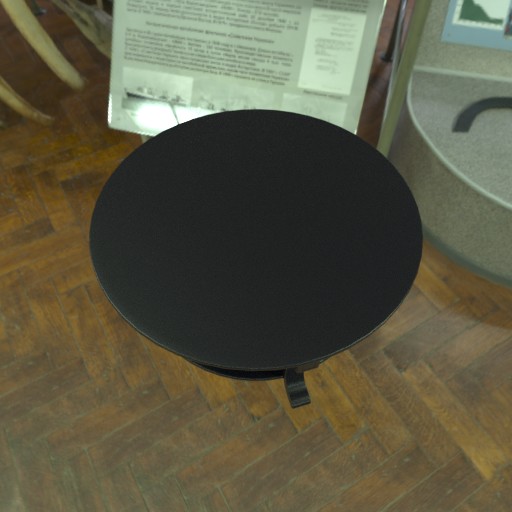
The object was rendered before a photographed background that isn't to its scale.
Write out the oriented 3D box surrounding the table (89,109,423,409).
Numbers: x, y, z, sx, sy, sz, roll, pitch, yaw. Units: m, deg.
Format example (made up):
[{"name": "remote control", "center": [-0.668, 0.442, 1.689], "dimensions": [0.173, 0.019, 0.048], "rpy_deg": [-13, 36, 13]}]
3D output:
[{"name": "table", "center": [0.000, 0.000, 1.588], "dimensions": [1.029, 0.491, 1.029], "rpy_deg": [0, 55, 0]}]
